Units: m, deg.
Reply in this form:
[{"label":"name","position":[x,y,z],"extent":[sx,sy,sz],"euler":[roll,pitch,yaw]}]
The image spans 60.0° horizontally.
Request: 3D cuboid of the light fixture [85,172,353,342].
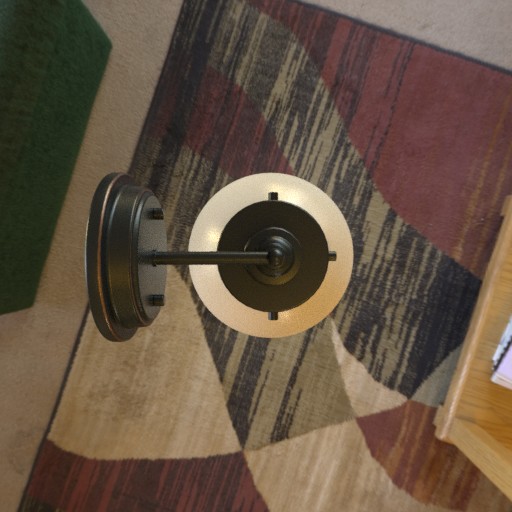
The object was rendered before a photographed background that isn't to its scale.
[{"label":"light fixture","position":[0.000,0.000,0.465],"extent":[0.230,0.332,0.197],"euler":[0,91,1]}]
